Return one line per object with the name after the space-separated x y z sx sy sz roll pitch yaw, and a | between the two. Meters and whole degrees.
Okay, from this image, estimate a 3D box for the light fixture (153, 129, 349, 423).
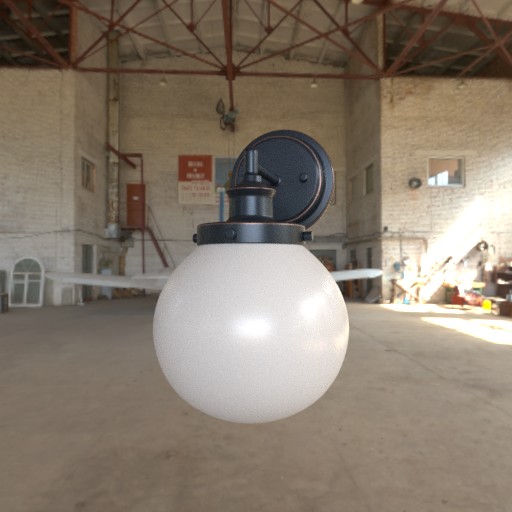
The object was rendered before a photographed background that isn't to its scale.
0.000 0.000 0.473 0.197 0.332 0.230 0 -1 17 | light fixture
